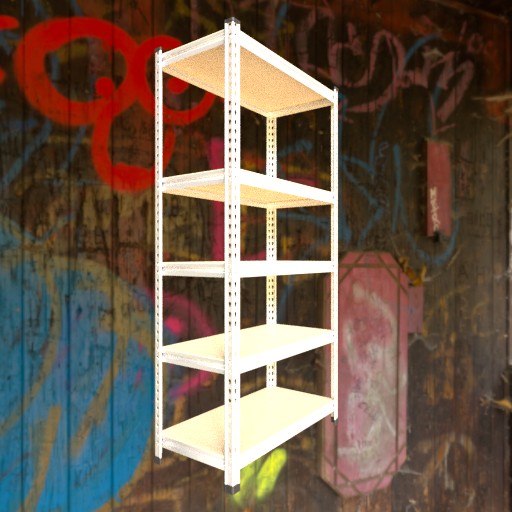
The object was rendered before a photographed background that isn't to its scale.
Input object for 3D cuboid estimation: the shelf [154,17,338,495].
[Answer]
[{"bbox_3d":[0.000,0.000,2.195,0.457,1.829,0.914,0,0,36],"label":"shelf"}]
